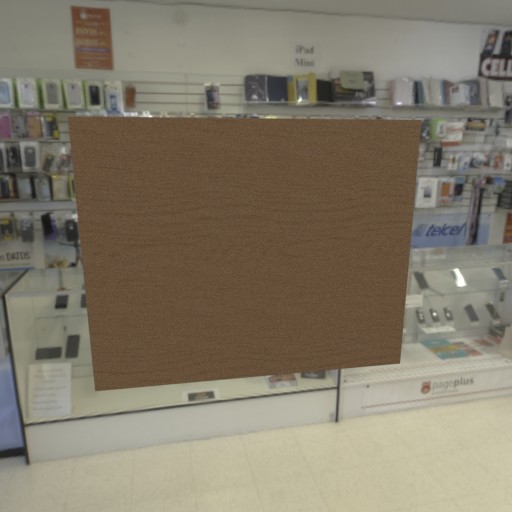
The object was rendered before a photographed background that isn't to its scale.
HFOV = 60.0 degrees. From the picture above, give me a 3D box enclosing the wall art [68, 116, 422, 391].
[{"bbox_3d":[0.000,0.000,0.684,0.508,0.406,0.013,-3,15,-10],"label":"wall art"}]
